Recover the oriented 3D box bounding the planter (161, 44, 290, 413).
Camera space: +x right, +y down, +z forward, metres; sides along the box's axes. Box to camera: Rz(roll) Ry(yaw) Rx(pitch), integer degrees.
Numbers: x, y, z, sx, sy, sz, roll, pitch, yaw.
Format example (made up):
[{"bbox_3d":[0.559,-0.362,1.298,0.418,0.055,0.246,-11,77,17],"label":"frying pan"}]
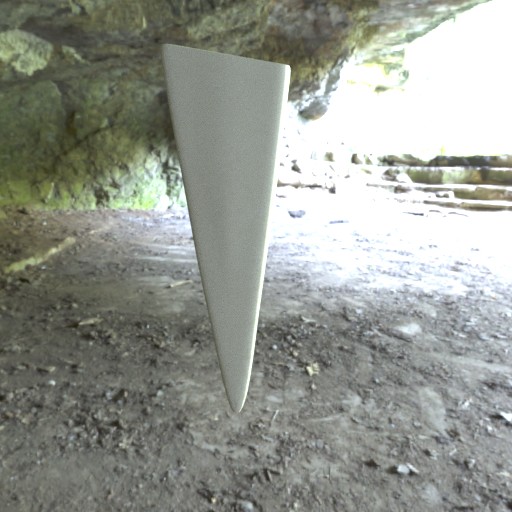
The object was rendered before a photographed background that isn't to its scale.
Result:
[{"bbox_3d":[0.000,0.000,0.397,0.065,0.338,0.143,12,18,42],"label":"planter"}]
